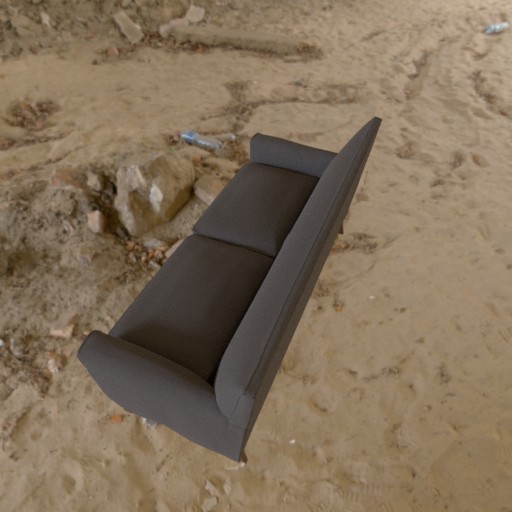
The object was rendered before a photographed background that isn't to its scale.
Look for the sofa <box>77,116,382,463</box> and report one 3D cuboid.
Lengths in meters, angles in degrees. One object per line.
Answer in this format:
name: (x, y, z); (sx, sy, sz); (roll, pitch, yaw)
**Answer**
sofa: (0.000, 0.000, 2.480); (0.843, 0.907, 2.002); (17, 47, 16)
